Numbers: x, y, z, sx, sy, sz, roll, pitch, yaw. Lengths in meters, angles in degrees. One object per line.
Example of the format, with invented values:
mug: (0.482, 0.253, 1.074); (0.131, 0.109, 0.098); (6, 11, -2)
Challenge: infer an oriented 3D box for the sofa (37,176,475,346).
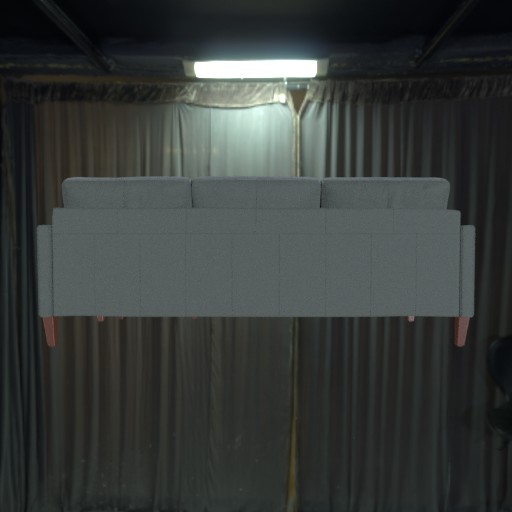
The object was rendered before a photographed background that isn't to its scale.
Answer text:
sofa: (0.000, 0.000, 2.929); (2.178, 0.876, 1.506); (0, 2, 0)
